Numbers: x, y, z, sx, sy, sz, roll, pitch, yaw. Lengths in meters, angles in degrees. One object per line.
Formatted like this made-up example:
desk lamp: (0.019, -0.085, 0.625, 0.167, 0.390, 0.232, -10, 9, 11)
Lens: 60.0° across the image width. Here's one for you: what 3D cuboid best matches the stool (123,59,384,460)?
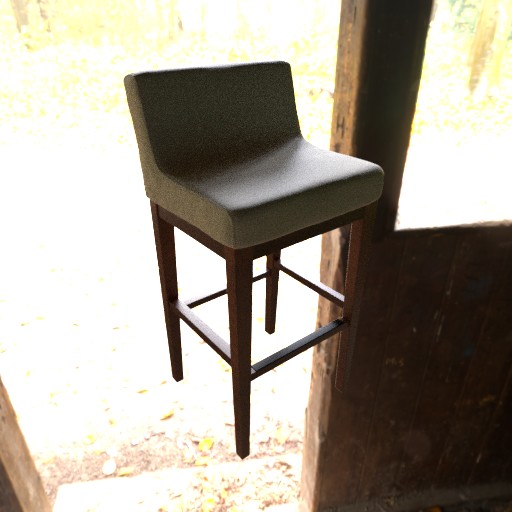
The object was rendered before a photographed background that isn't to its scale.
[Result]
stool: (0.000, 0.000, 1.334, 0.511, 1.037, 0.500, -21, 35, -32)
